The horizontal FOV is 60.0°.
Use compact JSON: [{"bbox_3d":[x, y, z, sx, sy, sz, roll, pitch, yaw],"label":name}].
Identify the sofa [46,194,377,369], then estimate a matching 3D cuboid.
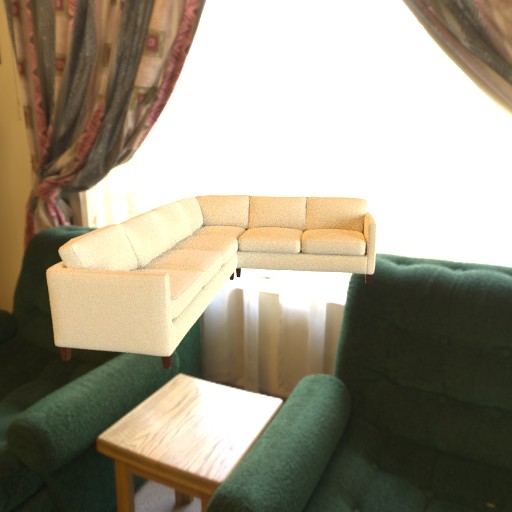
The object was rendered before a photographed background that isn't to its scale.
[{"bbox_3d":[0.000,0.000,4.570,2.593,0.947,3.302,2,14,9],"label":"sofa"}]
